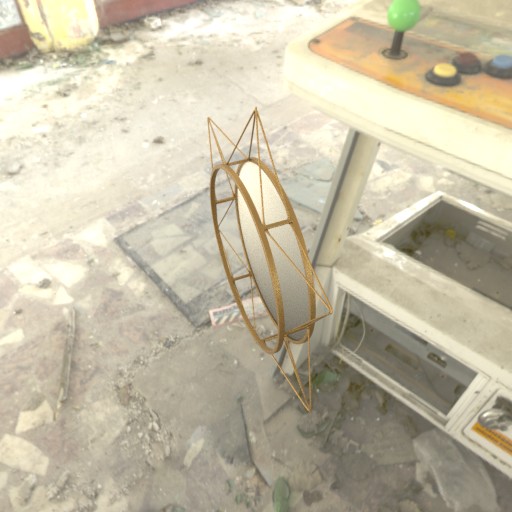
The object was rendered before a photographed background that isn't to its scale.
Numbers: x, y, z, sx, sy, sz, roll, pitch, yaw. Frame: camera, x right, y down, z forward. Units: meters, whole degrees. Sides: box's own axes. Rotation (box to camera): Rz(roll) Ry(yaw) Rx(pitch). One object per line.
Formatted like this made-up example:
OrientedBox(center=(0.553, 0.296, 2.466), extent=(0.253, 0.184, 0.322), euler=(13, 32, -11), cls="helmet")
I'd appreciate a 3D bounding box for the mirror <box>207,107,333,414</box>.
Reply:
OrientedBox(center=(0.000, 0.000, 0.803), extent=(0.062, 0.581, 0.498), euler=(-16, 49, -15), cls="mirror")
